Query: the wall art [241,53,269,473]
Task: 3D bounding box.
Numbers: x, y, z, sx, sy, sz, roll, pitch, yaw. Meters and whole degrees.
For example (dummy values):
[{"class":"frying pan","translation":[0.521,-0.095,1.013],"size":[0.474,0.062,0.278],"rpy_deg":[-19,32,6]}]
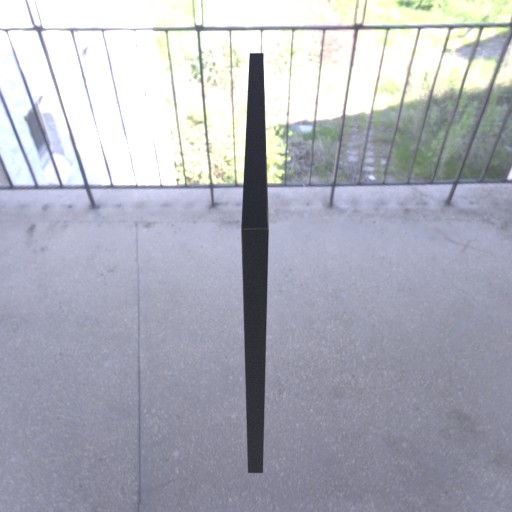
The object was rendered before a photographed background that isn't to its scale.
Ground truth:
[{"class":"wall art","translation":[0.000,0.000,0.452],"size":[0.015,0.303,0.304],"rpy_deg":[0,41,0]}]
